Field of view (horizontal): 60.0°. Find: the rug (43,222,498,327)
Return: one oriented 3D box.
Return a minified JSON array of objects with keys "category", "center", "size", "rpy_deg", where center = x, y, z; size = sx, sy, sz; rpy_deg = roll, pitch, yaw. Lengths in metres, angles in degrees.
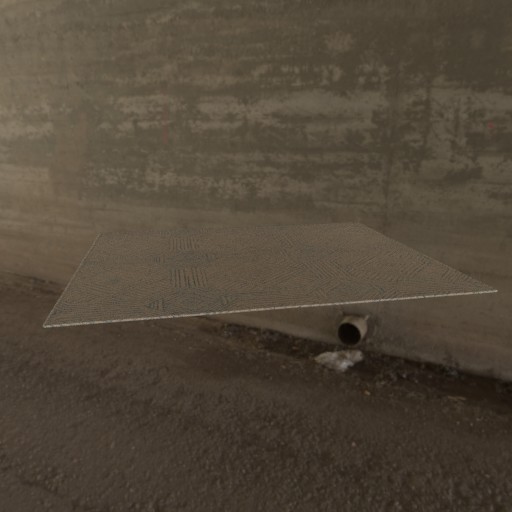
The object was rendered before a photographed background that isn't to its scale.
[{"category":"rug","center":[0.000,0.000,4.045],"size":[3.049,0.015,2.457],"rpy_deg":[-3,16,-11]}]
